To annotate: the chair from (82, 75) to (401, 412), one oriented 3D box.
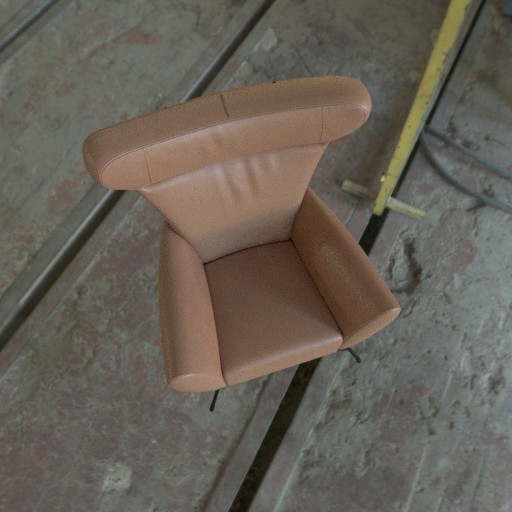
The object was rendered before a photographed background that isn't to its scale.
[{"bbox_3d":[0.000,0.000,1.776,0.980,1.050,0.900,-16,65,-7],"label":"chair"}]
